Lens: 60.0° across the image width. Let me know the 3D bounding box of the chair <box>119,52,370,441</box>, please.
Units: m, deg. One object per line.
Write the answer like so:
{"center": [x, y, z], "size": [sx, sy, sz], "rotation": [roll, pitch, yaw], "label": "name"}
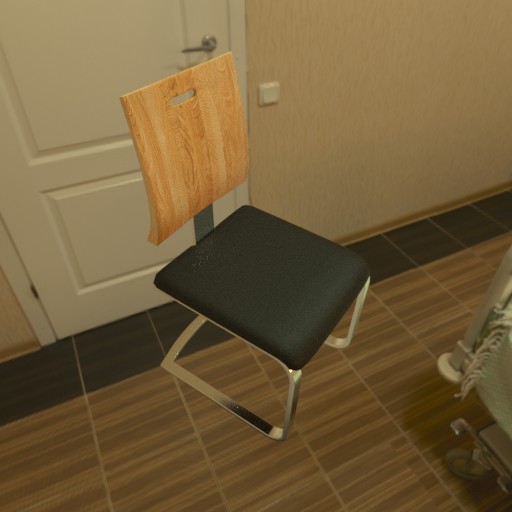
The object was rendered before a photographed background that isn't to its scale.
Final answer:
{"center": [0.000, 0.000, 1.254], "size": [0.560, 0.936, 0.462], "rotation": [24, 46, 26], "label": "chair"}
